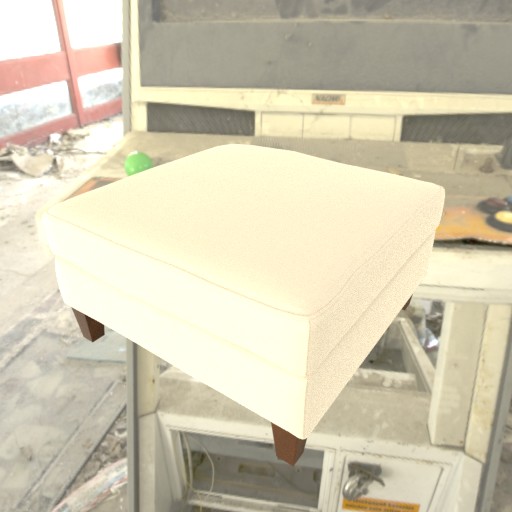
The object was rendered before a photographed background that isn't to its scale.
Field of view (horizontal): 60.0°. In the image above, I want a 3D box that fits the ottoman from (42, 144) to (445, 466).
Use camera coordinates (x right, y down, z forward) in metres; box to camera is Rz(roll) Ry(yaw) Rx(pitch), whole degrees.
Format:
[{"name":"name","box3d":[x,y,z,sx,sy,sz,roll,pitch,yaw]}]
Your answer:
[{"name":"ottoman","box3d":[0.000,0.000,1.335,0.838,0.479,0.838,19,35,31]}]
